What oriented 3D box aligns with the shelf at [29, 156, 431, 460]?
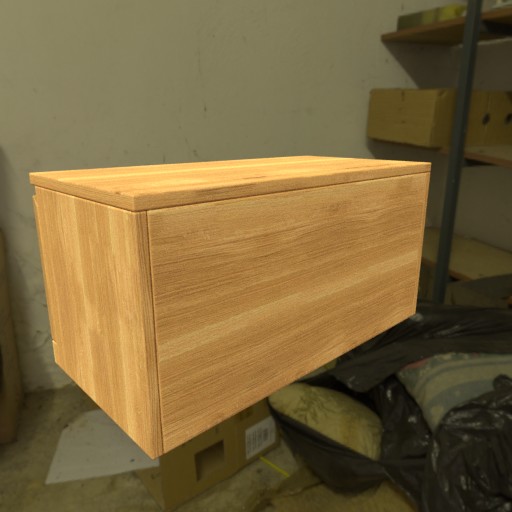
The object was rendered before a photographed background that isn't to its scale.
[{"bbox_3d":[0.000,0.000,1.013,0.800,0.400,0.400,-15,22,-41],"label":"shelf"}]
